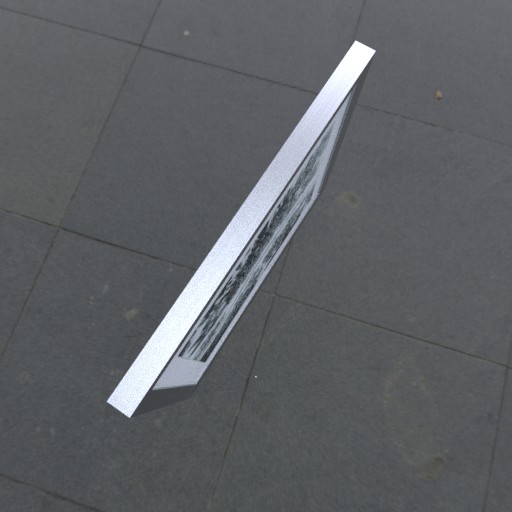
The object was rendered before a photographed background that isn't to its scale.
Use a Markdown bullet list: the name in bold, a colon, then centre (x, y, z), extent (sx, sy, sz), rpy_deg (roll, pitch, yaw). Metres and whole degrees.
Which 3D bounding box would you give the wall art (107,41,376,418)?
- **wall art**: centre (0.000, 0.000, 0.762), extent (0.032, 0.456, 0.557), rpy_deg (32, 77, 8)
